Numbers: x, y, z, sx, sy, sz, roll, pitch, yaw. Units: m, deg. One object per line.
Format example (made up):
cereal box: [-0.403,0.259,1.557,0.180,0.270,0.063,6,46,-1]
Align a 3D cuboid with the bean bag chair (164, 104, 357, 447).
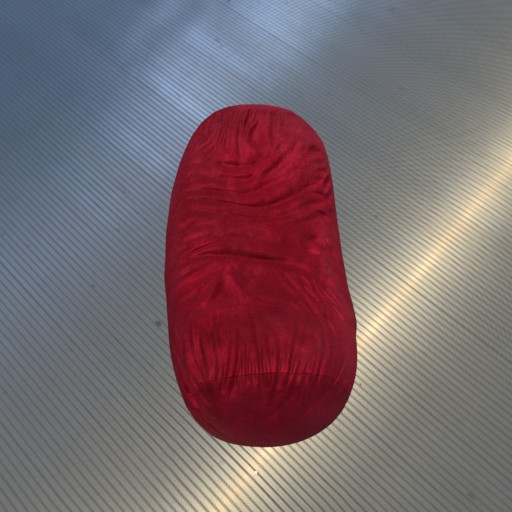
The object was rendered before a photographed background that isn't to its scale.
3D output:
bean bag chair: [0.000,0.000,2.894,1.216,0.867,2.293,-2,64,-1]
